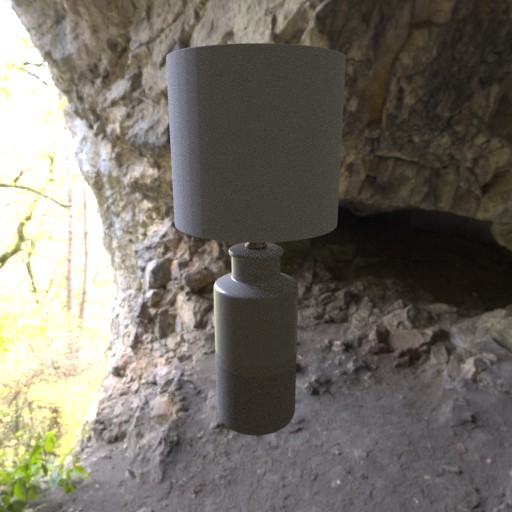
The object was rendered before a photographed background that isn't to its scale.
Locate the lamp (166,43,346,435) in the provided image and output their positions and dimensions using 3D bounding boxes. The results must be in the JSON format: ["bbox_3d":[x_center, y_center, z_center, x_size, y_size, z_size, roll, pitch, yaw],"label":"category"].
[{"bbox_3d":[0.000,0.000,0.601,0.212,0.493,0.212,2,17,8],"label":"lamp"}]
